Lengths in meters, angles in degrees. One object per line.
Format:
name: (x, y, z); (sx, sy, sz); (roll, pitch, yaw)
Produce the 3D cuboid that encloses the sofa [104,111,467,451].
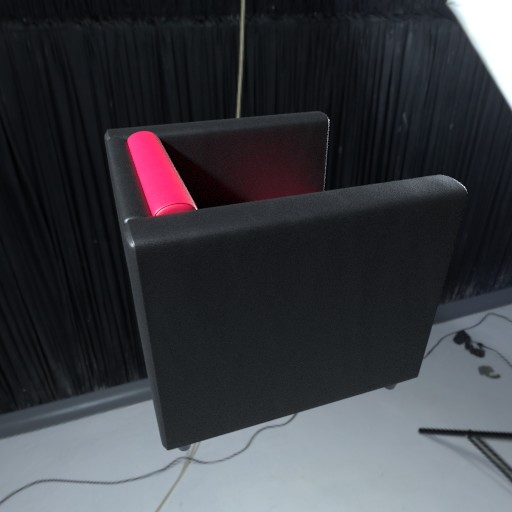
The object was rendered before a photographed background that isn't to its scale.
sofa: (0.000, 0.000, 1.452); (0.809, 0.724, 0.839); (-10, 33, -16)
